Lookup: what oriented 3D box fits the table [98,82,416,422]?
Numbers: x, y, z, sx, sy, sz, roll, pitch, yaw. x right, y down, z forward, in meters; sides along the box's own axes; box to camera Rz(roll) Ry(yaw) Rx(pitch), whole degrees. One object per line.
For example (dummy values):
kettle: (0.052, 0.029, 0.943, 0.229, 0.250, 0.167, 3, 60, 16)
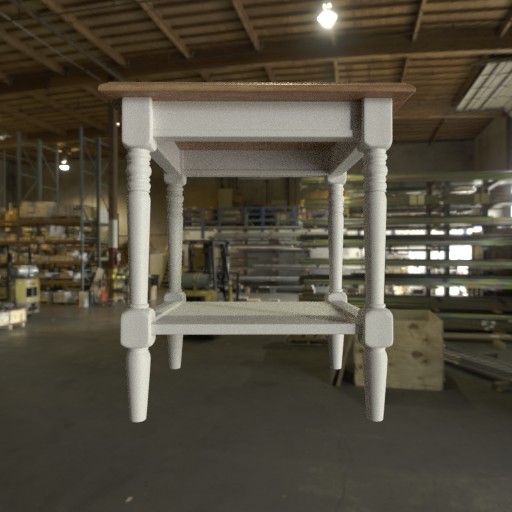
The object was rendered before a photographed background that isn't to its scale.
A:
table: (0.000, 0.000, 0.935, 0.508, 0.561, 0.457, 0, 0, 0)
